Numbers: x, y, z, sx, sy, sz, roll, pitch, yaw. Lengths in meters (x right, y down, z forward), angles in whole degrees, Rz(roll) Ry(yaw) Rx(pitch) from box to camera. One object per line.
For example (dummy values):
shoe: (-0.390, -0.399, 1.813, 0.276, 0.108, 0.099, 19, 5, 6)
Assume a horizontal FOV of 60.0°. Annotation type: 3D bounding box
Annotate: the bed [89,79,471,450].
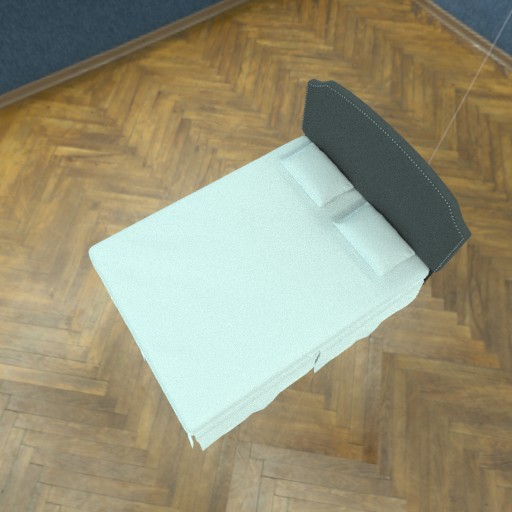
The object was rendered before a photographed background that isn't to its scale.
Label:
bed: (0.000, 0.000, 2.990, 1.999, 1.270, 1.558, -31, 67, -14)
